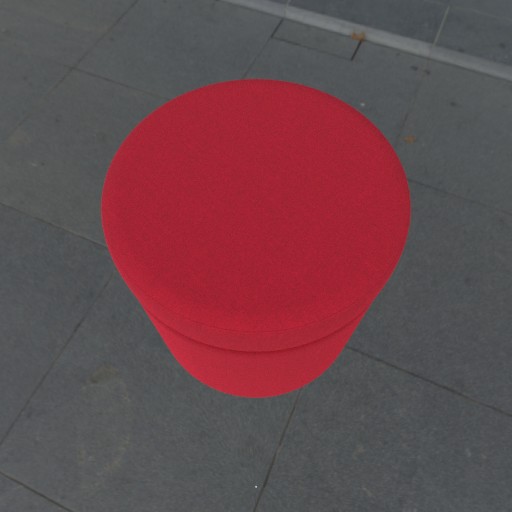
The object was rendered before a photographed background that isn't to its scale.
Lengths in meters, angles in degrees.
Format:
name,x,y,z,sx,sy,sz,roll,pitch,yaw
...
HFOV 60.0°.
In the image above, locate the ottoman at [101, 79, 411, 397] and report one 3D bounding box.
name,x,y,z,sx,sy,sz,roll,pitch,yaw
ottoman,0.000,0.000,0.741,0.400,0.406,0.400,0,63,0
